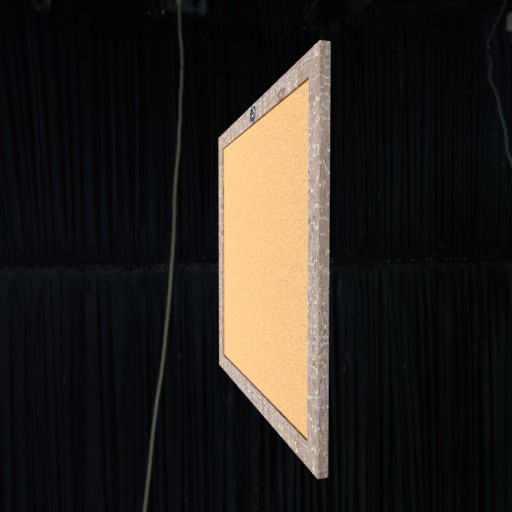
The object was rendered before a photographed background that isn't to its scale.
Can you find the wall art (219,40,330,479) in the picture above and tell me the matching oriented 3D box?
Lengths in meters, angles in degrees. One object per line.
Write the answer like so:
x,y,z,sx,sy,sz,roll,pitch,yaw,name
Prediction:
0.000,0.000,0.571,0.012,0.384,0.384,-1,2,-18,wall art
